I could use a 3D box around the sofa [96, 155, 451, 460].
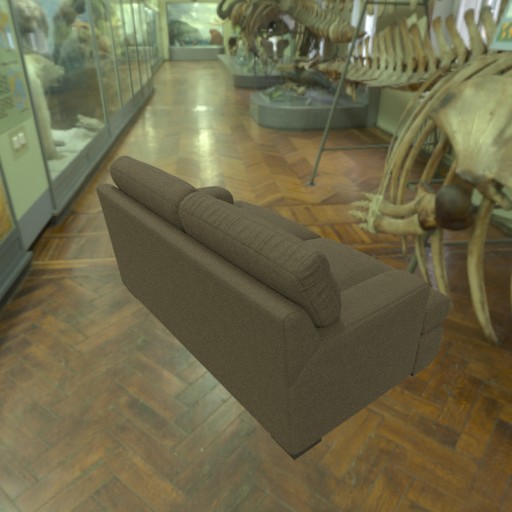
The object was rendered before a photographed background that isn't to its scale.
[{"bbox_3d":[0.000,0.000,2.540,1.140,0.950,1.869,-19,33,-33],"label":"sofa"}]
